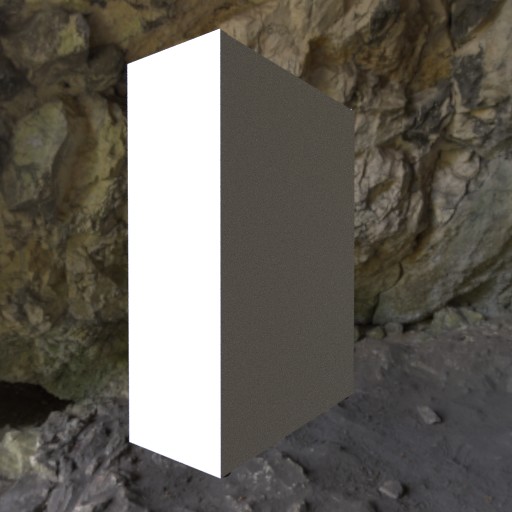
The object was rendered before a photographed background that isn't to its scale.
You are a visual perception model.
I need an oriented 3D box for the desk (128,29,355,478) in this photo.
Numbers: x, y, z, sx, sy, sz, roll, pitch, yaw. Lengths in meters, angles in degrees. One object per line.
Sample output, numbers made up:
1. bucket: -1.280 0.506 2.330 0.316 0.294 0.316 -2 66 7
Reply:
1. desk: 0.000 0.000 1.613 0.390 1.190 0.850 1 1 36
